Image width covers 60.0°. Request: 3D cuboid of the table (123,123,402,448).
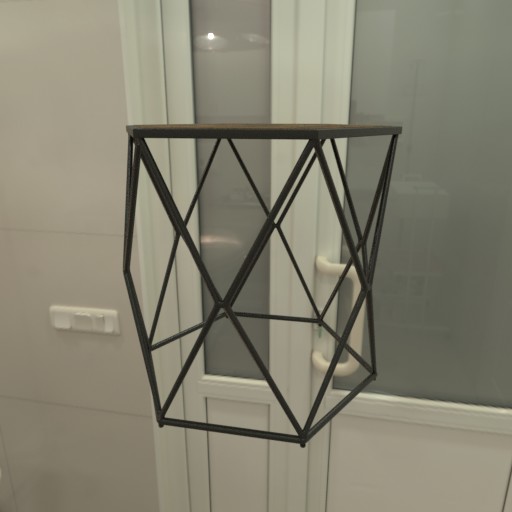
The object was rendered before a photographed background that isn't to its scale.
[{"bbox_3d":[0.000,0.000,0.997,0.578,0.564,0.579,3,18,11],"label":"table"}]
